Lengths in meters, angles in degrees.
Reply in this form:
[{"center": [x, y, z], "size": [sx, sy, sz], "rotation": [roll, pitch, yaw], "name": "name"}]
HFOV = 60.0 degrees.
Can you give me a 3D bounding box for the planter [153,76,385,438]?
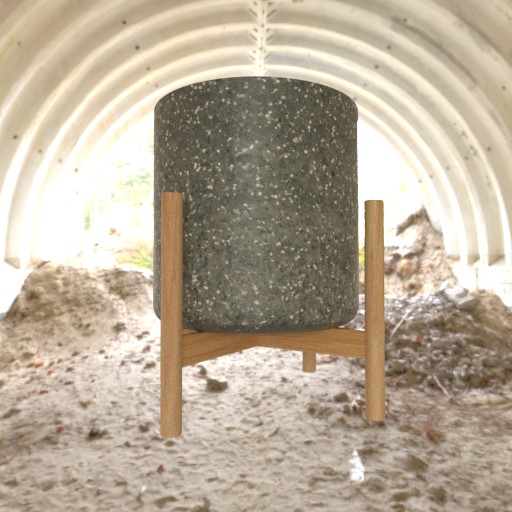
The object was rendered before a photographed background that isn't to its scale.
[{"center": [0.000, 0.000, 0.670], "size": [0.360, 0.419, 0.360], "rotation": [1, -1, -35], "name": "planter"}]
